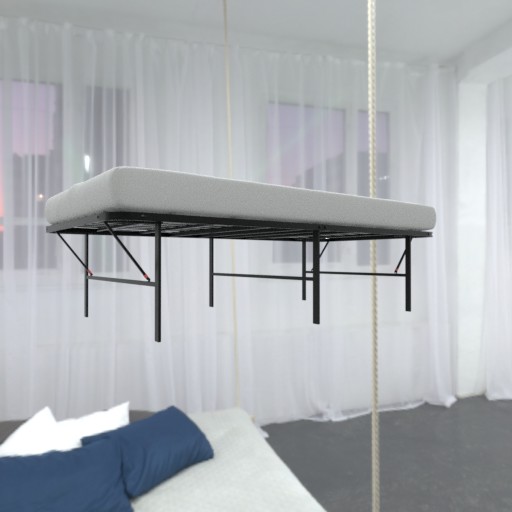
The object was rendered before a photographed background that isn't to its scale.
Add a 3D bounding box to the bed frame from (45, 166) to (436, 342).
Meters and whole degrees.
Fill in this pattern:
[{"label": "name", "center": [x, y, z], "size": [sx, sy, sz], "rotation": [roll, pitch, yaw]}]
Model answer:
[{"label": "bed frame", "center": [0.000, 0.000, 2.363], "size": [1.903, 0.619, 0.989], "rotation": [0, -1, -37]}]
